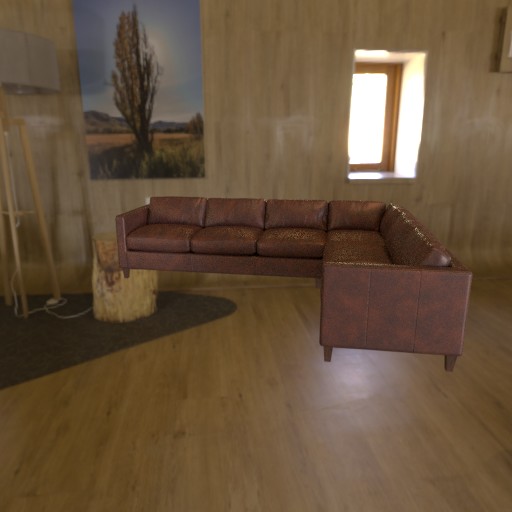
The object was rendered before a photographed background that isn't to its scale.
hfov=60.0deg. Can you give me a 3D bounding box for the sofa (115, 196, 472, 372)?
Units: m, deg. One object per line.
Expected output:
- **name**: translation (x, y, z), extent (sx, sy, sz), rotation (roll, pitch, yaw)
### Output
- **sofa**: translation (0.000, 0.000, 4.227), extent (3.152, 0.836, 2.438), rotation (2, 15, 9)
